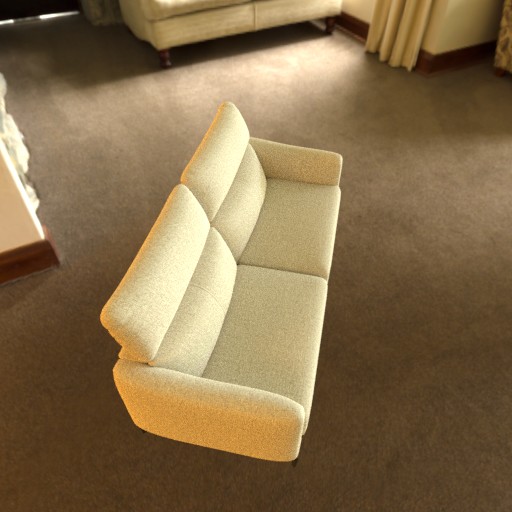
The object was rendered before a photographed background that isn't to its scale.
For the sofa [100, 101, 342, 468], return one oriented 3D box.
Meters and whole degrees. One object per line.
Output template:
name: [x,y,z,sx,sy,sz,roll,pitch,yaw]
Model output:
sofa: [0.000,0.000,2.531,0.856,0.956,2.015,9,46,9]
